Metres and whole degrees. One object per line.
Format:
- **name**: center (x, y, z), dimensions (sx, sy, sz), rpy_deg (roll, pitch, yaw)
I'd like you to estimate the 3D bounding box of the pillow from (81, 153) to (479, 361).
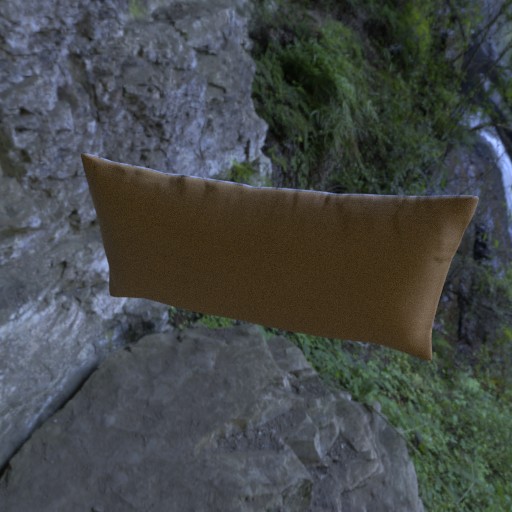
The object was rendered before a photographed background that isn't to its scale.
- **pillow**: center (0.000, 0.000, 0.730), dimensions (0.608, 0.291, 0.151), rpy_deg (9, 32, 15)
